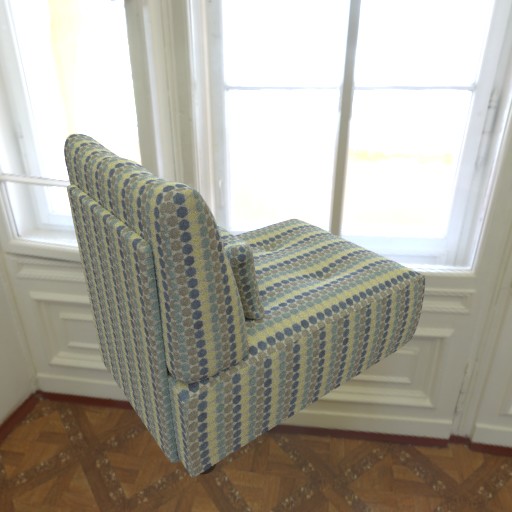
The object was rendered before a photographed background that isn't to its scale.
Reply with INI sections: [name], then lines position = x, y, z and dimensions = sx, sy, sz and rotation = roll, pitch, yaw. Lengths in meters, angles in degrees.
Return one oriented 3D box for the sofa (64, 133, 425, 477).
[sofa]
position = 0.000, 0.000, 1.503
dimensions = 1.000, 0.820, 0.700
rotation = -19, 33, -33
